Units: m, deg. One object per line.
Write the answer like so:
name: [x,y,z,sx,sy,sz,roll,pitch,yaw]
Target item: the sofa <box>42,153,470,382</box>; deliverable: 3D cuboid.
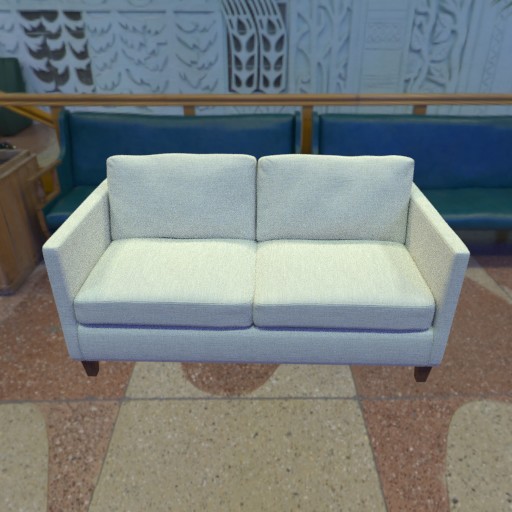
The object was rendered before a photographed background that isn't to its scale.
sofa: [0.000,0.000,2.392,1.838,0.963,0.950,1,29,1]
